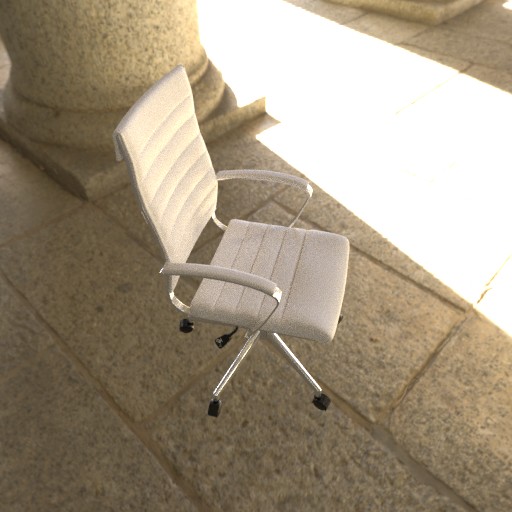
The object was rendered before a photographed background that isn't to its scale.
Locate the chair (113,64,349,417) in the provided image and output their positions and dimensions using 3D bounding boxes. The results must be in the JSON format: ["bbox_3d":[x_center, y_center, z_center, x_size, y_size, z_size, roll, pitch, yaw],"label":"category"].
[{"bbox_3d":[0.000,0.000,1.615,0.739,1.149,0.766,11,46,11],"label":"chair"}]
